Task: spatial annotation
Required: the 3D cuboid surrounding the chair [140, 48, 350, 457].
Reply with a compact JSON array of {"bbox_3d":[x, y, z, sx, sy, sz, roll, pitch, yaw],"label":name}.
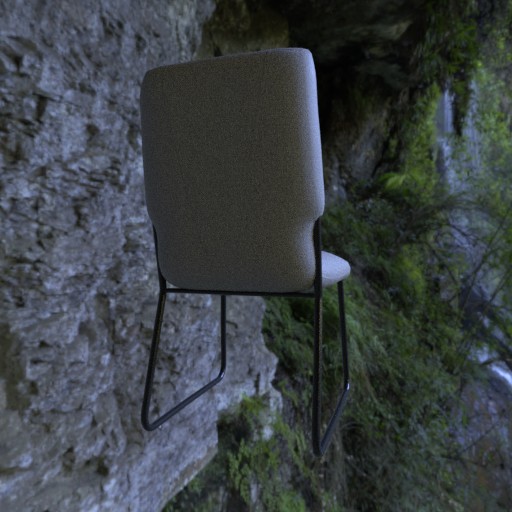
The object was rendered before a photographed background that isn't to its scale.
[{"bbox_3d":[0.000,0.000,1.184,0.448,0.864,0.560,0,1,19],"label":"chair"}]
